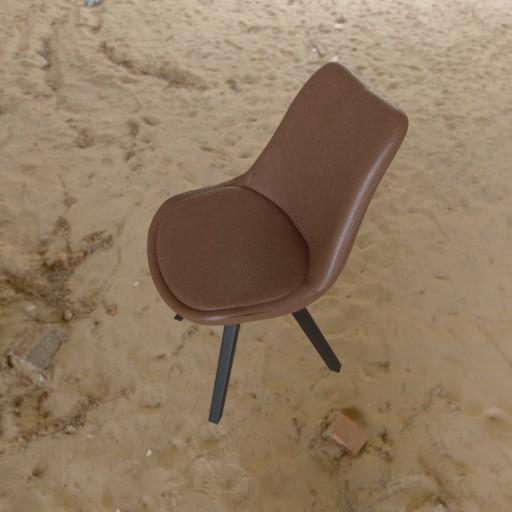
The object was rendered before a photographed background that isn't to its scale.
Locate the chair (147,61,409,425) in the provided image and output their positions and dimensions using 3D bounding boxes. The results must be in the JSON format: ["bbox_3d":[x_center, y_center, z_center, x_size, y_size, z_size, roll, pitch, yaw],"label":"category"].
[{"bbox_3d":[0.000,0.000,1.177,0.550,0.850,0.475,-17,49,-15],"label":"chair"}]
